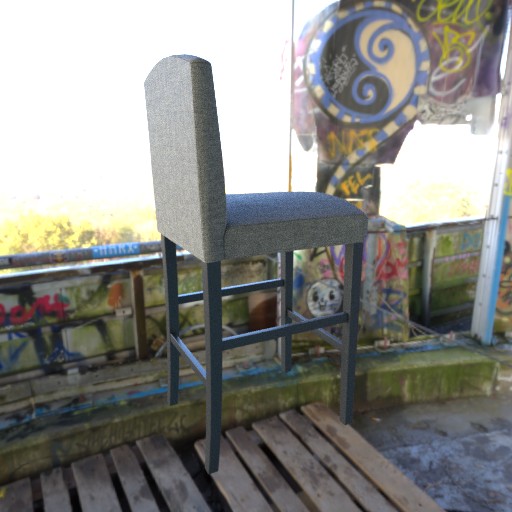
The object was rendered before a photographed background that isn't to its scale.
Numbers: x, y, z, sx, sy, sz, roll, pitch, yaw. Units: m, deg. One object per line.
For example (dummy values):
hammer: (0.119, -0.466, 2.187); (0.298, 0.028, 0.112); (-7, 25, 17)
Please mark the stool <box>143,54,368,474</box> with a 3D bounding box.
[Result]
stool: (0.000, 0.000, 1.416); (0.552, 1.138, 0.451); (-8, 17, -26)
